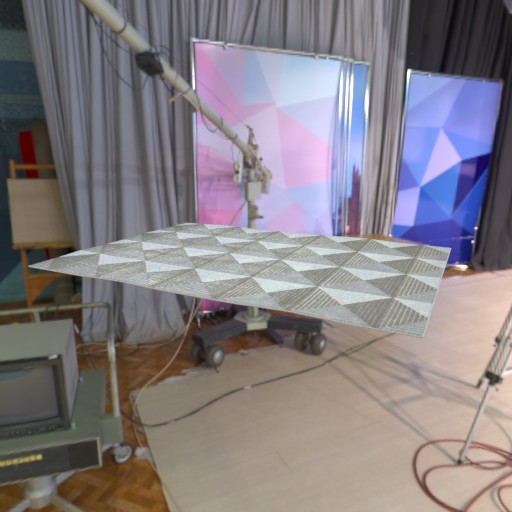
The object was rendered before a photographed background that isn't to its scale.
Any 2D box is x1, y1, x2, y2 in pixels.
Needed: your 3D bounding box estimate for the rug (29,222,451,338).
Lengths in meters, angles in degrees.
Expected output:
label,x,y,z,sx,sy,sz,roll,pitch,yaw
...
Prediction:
label,x,y,z,sx,sy,sz,roll,pitch,yaw
rug,0.000,0.000,4.284,3.333,0.027,2.428,7,16,26
